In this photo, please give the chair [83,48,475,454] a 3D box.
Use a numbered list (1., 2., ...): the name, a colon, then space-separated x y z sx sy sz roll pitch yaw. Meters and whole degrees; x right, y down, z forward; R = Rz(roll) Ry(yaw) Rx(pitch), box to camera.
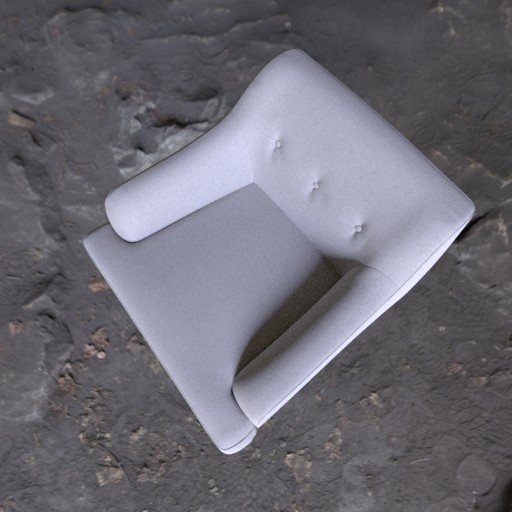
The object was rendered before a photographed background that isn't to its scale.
1. chair: 0.000 0.000 1.578 0.951 0.818 0.946 -35 70 -15
